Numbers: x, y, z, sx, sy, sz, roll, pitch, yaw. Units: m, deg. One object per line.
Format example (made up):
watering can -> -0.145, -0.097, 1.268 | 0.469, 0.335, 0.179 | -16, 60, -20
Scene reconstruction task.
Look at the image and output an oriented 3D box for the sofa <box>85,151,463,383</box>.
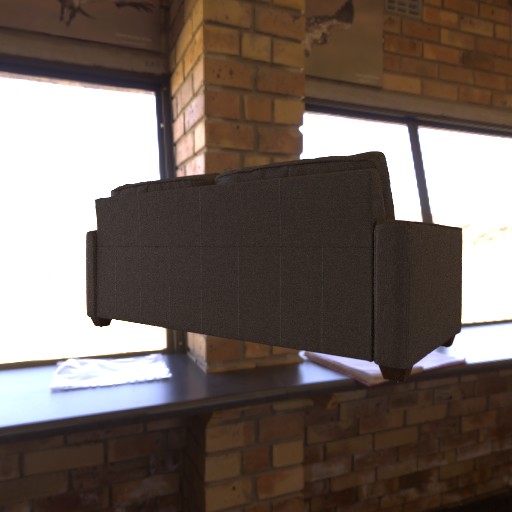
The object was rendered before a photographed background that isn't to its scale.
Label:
sofa -> 0.000, 0.000, 2.572 | 2.080, 0.919, 0.940 | 1, 2, 36
